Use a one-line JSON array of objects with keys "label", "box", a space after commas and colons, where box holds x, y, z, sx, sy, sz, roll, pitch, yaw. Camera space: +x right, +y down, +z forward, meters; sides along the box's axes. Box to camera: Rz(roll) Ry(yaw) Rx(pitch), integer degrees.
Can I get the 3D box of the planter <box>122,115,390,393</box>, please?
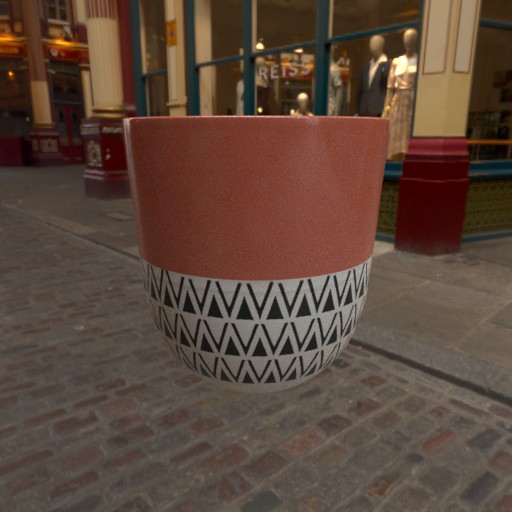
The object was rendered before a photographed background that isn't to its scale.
[{"label": "planter", "box": [0.000, 0.000, 0.364, 0.195, 0.214, 0.195, 0, 16, 0]}]
